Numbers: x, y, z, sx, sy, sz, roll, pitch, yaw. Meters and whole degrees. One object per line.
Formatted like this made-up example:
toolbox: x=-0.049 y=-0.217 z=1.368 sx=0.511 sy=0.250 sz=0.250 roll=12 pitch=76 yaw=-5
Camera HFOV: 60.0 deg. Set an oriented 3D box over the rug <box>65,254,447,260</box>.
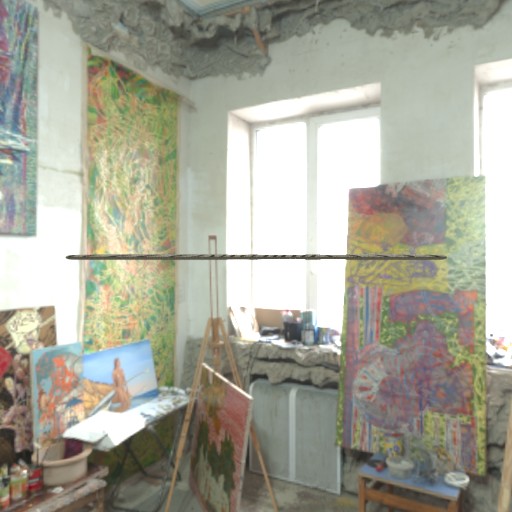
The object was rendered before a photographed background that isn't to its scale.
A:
rug: x=0.000 y=0.000 z=2.973 sx=1.539 sy=0.023 sz=2.406 roll=0 pitch=0 yaw=0
